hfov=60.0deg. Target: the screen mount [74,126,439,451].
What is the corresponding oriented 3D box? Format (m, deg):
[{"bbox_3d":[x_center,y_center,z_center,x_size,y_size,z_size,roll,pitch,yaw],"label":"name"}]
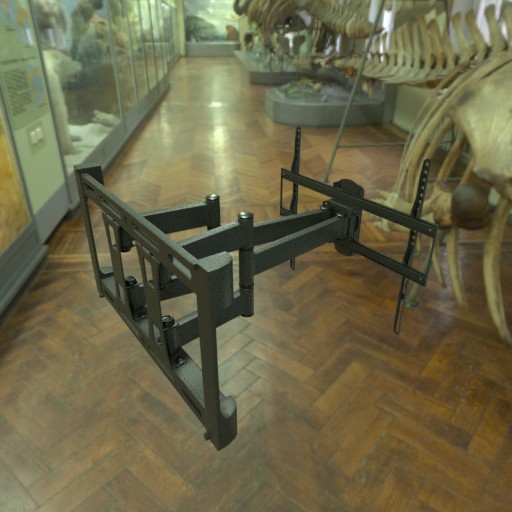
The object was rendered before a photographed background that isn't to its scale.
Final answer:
[{"bbox_3d":[0.000,0.000,0.957,0.556,0.424,0.571,-18,33,-31],"label":"screen mount"}]
